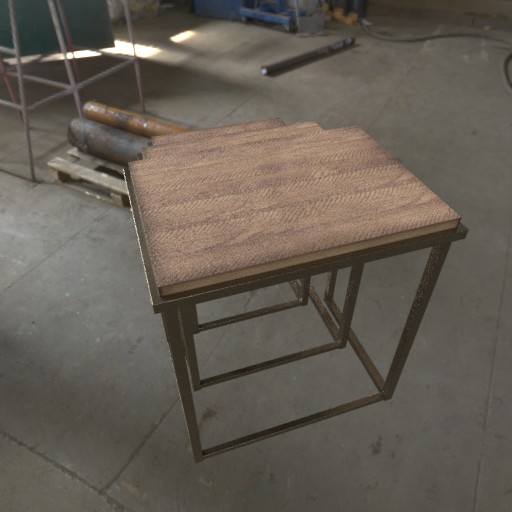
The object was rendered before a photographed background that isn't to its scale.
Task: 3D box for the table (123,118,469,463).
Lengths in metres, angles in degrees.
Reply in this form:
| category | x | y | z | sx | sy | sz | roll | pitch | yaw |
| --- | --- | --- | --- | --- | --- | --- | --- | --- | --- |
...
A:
| category | x | y | z | sx | sy | sz | roll | pitch | yaw |
| --- | --- | --- | --- | --- | --- | --- | --- | --- | --- |
| table | 0.000 | 0.000 | 1.157 | 0.559 | 0.610 | 0.706 | -13 | 43 | -14 |
